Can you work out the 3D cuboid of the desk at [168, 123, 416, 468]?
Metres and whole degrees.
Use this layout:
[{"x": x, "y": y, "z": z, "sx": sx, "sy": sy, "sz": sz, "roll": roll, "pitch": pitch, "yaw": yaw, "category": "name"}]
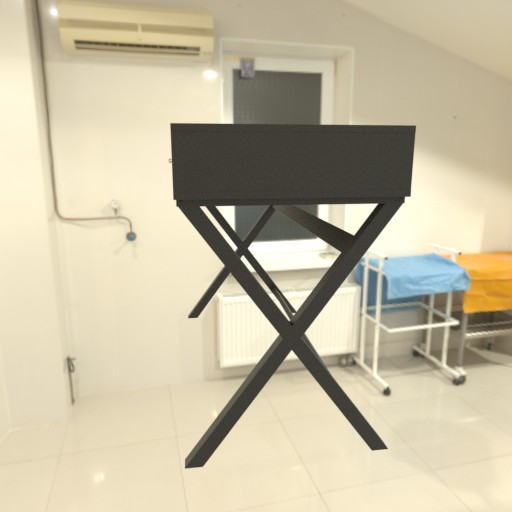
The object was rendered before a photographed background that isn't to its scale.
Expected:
[{"x": 0.000, "y": 0.000, "z": 1.484, "sx": 0.525, "sy": 0.780, "sz": 1.057, "roll": -2, "pitch": 13, "yaw": -8, "category": "desk"}]
